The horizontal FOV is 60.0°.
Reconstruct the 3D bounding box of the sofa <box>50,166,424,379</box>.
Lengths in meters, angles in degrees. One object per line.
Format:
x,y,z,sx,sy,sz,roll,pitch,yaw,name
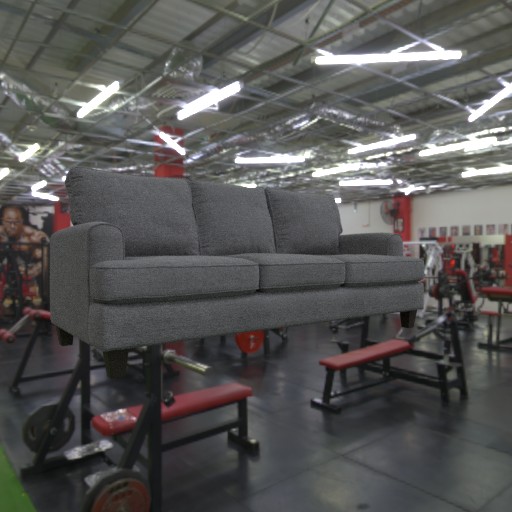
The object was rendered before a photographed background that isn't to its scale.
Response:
0.000,0.000,2.690,2.158,0.965,0.951,-1,1,-36,sofa
